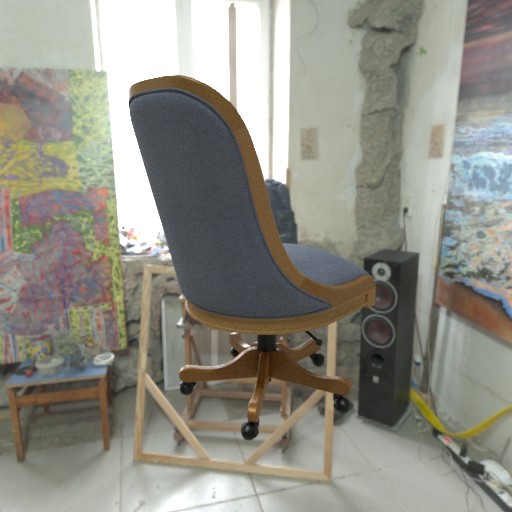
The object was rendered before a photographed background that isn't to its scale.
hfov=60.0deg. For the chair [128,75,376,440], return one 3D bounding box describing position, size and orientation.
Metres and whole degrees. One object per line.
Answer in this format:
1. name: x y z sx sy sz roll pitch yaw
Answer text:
1. chair: 0.000 0.000 1.467 0.735 1.031 0.605 -13 18 -43
